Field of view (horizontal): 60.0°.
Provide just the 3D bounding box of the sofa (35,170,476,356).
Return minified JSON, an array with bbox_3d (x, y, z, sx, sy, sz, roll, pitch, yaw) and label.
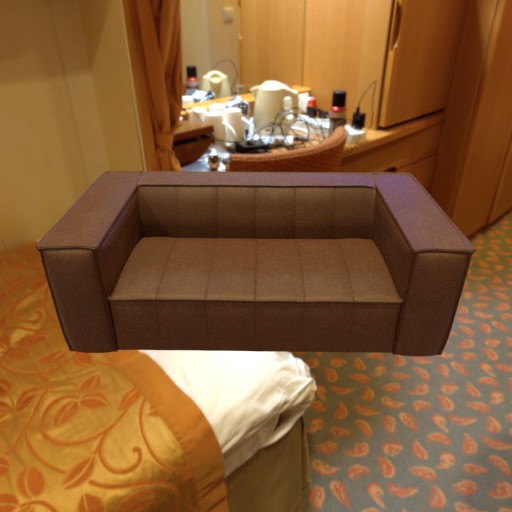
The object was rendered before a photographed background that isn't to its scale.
[{"bbox_3d":[0.000,0.000,2.659,2.088,0.703,1.102,0,31,1],"label":"sofa"}]
